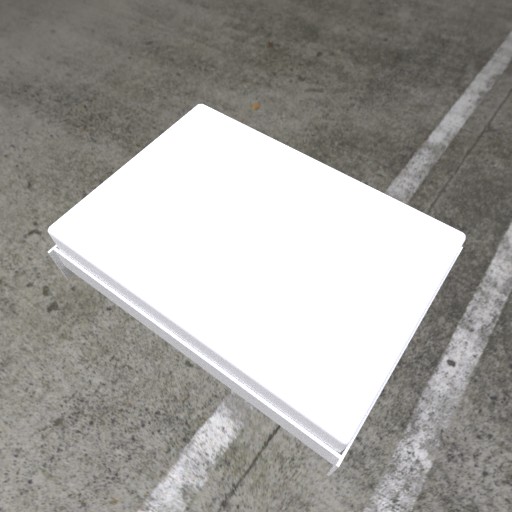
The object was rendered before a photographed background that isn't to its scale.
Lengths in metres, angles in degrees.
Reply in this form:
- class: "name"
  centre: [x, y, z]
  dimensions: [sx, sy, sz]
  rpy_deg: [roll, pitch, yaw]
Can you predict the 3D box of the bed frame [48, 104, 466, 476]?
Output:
- class: "bed frame"
  centre: [0.000, 0.000, 2.643]
  dimensions: [1.945, 0.497, 1.445]
  rpy_deg: [31, 62, 19]
